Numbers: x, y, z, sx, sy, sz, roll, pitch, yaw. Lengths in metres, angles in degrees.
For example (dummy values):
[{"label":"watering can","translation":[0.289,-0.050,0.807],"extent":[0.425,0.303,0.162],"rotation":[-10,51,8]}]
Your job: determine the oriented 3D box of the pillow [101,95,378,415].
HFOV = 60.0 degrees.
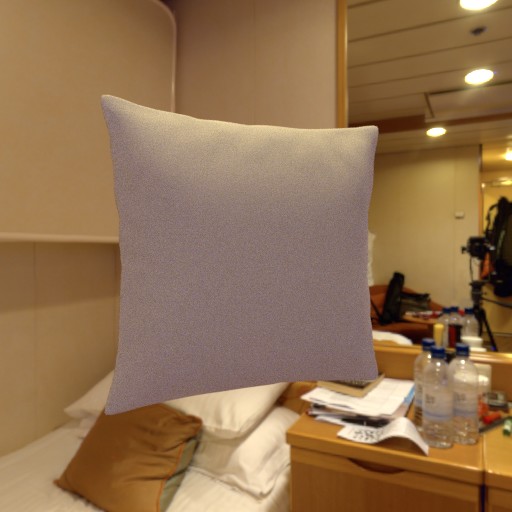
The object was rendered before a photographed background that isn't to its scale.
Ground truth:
[{"label":"pillow","translation":[0.000,0.000,0.796],"extent":[0.523,0.510,0.166],"rotation":[0,1,-20]}]
